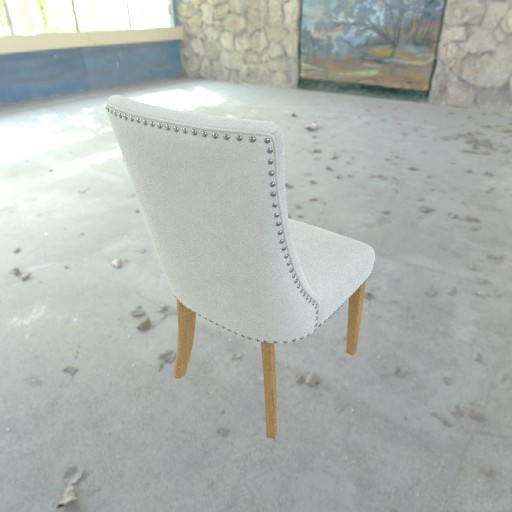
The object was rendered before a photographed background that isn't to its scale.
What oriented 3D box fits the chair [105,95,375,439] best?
[{"bbox_3d":[0.000,0.000,1.269,0.495,0.902,0.610,21,36,32],"label":"chair"}]
